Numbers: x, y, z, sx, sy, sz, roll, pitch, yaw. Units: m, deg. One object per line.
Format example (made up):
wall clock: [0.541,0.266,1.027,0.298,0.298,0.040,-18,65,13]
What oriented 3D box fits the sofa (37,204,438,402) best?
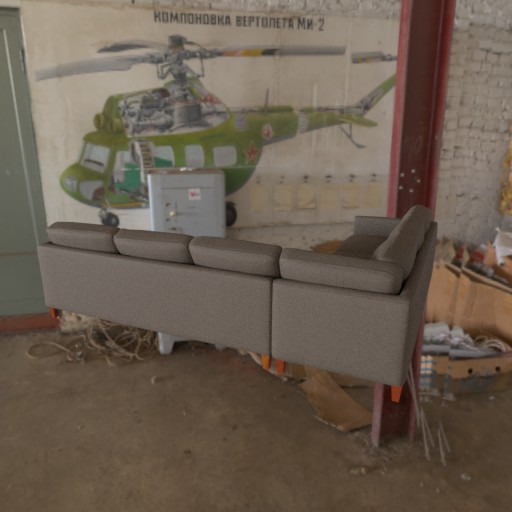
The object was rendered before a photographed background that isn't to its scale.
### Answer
sofa: [0.000,0.000,4.535,3.302,0.947,2.593,8,18,24]
